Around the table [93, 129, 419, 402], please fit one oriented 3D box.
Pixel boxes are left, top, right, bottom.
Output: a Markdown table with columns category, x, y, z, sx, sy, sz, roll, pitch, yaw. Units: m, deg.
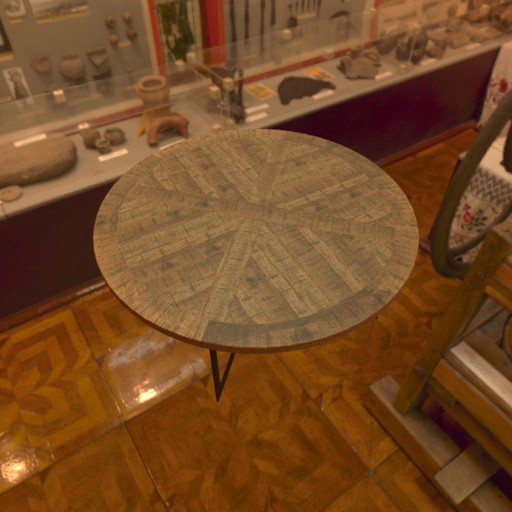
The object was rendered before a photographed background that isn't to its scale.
| category | x | y | z | sx | sy | sz | roll | pitch | yaw |
| --- | --- | --- | --- | --- | --- | --- | --- | --- | --- |
| table | 0.000 | 0.000 | 1.956 | 1.264 | 0.516 | 1.264 | 0 | 46 | 0 |
